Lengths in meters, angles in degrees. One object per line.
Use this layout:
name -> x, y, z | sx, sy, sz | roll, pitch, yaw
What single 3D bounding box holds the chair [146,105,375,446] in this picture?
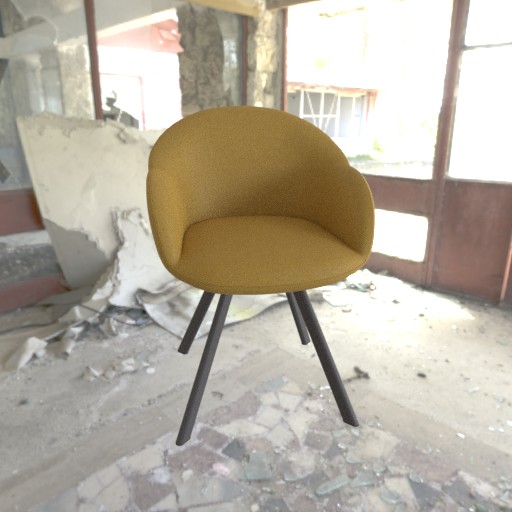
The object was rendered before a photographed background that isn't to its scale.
chair -> 0.000, 0.000, 1.206 | 0.551, 0.793, 0.583 | -3, 17, -9
